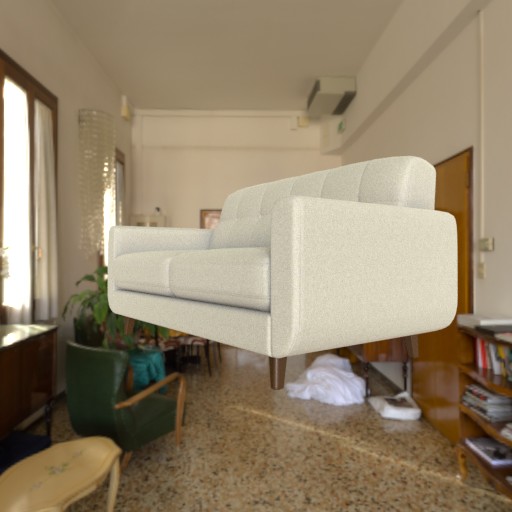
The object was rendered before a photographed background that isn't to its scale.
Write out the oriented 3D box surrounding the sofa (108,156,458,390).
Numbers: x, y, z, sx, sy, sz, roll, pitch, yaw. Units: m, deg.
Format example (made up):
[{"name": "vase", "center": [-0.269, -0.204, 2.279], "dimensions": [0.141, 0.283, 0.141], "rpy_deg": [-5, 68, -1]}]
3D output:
[{"name": "sofa", "center": [0.000, 0.000, 2.248], "dimensions": [0.980, 0.892, 1.655], "rpy_deg": [0, -1, -37]}]
